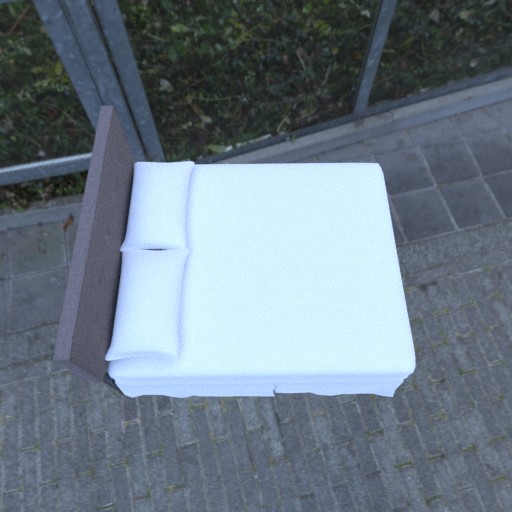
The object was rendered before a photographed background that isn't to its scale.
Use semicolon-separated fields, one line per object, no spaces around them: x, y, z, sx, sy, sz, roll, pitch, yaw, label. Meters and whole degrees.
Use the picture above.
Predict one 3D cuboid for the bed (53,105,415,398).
0.000;0.000;2.855;1.894;1.089;1.610;-1;64;0;bed
